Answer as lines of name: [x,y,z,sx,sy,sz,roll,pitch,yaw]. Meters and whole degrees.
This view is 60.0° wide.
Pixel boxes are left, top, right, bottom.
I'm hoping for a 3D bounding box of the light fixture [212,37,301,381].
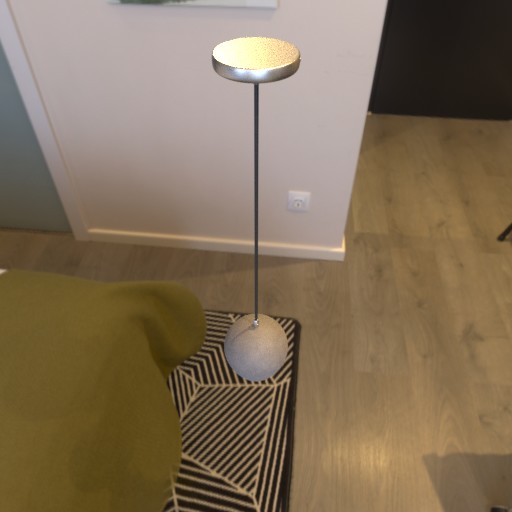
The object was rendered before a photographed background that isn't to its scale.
light fixture: [0.000,0.000,0.857,0.153,0.760,0.153,-17,47,-17]
